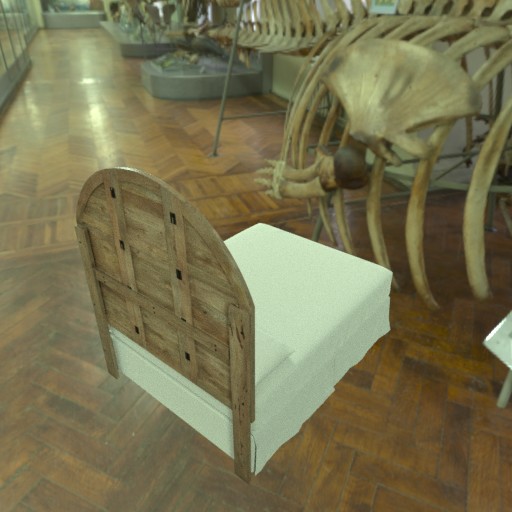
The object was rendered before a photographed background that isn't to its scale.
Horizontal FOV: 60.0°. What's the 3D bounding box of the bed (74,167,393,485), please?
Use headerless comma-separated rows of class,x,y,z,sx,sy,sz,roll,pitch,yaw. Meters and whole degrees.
bed,0.000,0.000,3.609,1.713,2.002,2.112,23,38,33
